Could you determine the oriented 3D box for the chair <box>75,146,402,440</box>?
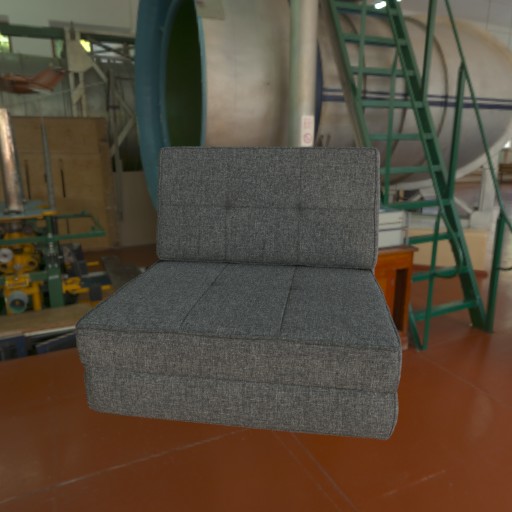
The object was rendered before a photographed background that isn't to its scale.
[{"bbox_3d":[0.000,0.000,1.298,0.740,0.615,0.800,2,15,9],"label":"chair"}]
